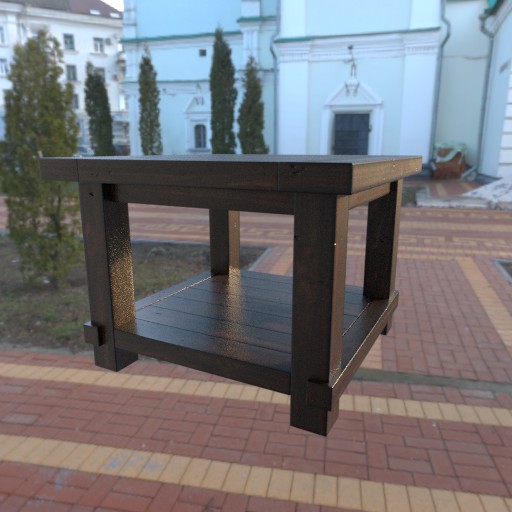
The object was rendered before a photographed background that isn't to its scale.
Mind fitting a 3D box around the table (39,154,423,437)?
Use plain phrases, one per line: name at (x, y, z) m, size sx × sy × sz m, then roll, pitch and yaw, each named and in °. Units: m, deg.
table at (0.000, 0.000, 0.998) m, size 0.593 × 0.437 × 0.606 m, roll 7°, pitch 15°, yaw 27°
